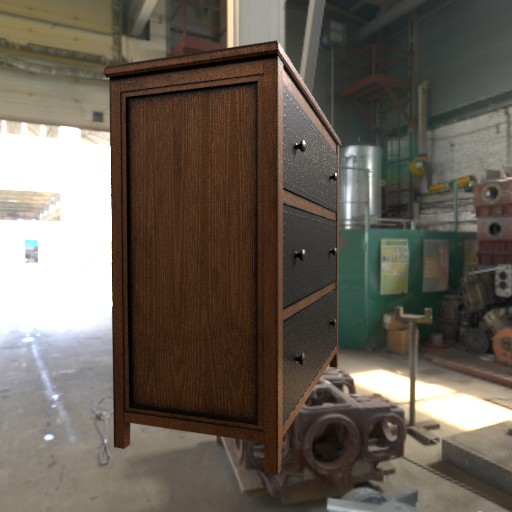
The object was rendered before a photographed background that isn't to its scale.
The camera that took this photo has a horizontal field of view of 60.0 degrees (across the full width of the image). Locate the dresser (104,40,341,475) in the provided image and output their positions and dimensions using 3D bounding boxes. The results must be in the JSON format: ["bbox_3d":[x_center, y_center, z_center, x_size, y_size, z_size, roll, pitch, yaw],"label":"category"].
[{"bbox_3d":[0.000,0.000,1.909,0.591,1.224,1.250,1,2,19],"label":"dresser"}]
